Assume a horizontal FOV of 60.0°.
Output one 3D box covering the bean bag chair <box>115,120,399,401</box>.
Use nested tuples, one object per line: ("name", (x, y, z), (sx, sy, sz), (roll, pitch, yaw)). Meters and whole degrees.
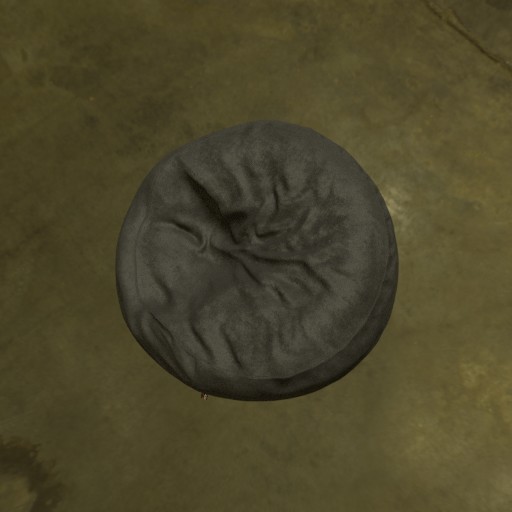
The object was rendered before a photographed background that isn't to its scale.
("bean bag chair", (0.000, 0.000, 2.391), (1.525, 0.751, 1.525), (0, 73, 0))
